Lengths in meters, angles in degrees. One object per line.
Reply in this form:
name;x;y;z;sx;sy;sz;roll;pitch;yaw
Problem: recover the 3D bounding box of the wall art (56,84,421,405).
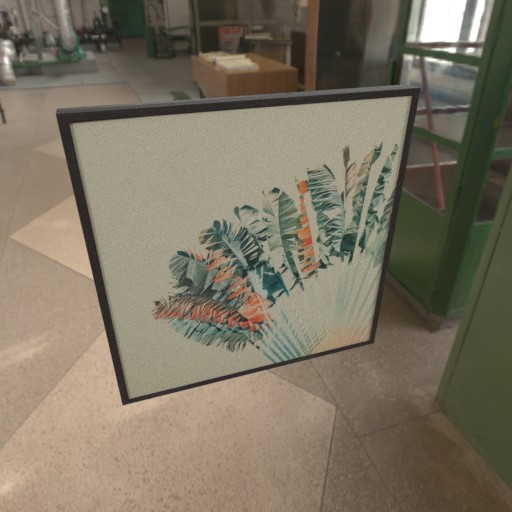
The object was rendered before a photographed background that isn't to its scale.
wall art;0.000;0.000;1.102;0.762;0.758;0.043;-10;33;-16
